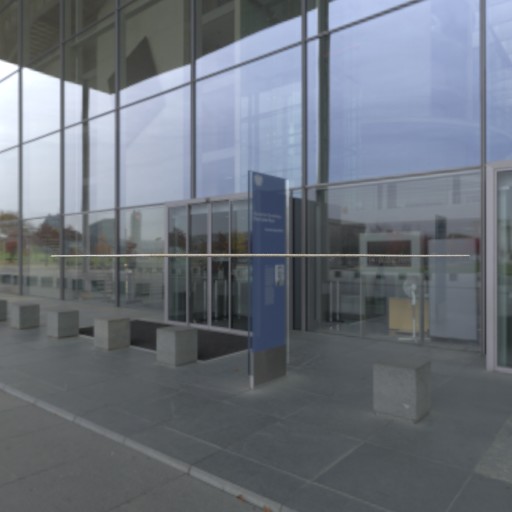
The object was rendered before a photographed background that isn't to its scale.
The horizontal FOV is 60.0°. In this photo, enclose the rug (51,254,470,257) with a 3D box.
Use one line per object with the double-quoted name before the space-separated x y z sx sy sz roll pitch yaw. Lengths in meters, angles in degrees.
"rug" 0.000 0.000 4.105 3.055 0.021 2.410 0 0 -36
